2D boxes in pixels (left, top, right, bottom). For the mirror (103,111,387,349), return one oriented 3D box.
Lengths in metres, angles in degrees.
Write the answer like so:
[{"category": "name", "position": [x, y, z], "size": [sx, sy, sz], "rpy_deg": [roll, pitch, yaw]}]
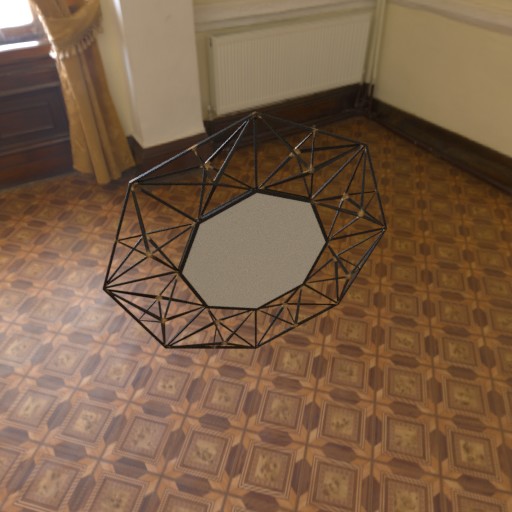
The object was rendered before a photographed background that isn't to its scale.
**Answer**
[{"category": "mirror", "position": [0.000, 0.000, 1.059], "size": [0.710, 0.710, 0.094], "rpy_deg": [-12, 42, -14]}]
